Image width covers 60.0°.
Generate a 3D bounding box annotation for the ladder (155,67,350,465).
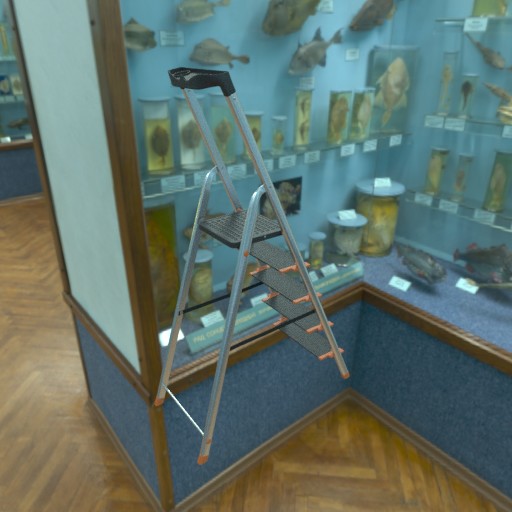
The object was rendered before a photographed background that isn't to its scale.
[{"bbox_3d":[0.000,0.000,2.094,0.995,1.646,0.480,-18,31,-33],"label":"ladder"}]
